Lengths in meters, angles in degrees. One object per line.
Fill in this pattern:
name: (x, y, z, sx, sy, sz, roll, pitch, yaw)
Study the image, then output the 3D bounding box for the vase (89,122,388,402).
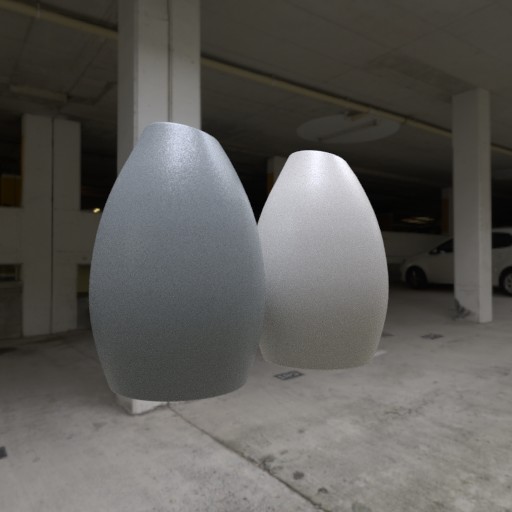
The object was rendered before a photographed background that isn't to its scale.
vase: (0.000, 0.000, 0.260, 0.187, 0.131, 0.089, 0, -1, -36)
